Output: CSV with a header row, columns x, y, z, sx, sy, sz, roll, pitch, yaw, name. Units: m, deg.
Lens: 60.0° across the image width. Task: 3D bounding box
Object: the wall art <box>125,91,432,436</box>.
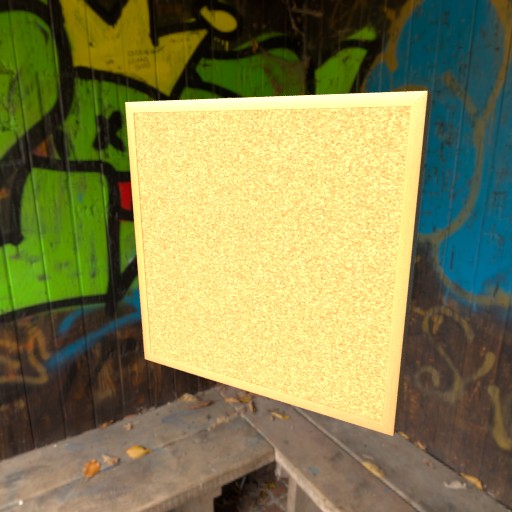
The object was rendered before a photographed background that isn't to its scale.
x,y,z,sx,sy,sz,roll,pitch,yaw,name
0.000,0.000,0.758,0.510,0.509,0.037,8,18,27,wall art
